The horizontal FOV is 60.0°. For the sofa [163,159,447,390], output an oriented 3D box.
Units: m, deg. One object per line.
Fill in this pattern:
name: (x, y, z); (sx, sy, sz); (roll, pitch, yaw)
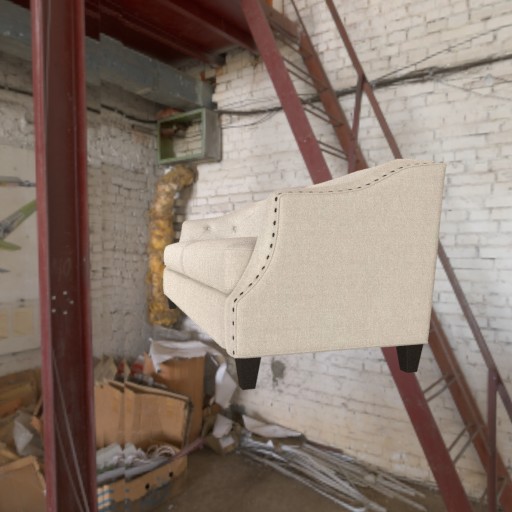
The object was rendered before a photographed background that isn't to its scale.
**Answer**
sofa: (0.000, 0.000, 2.717); (0.914, 0.901, 2.235); (0, 1, -18)
